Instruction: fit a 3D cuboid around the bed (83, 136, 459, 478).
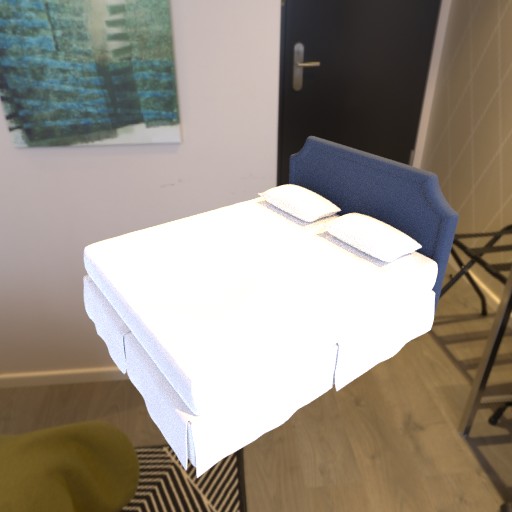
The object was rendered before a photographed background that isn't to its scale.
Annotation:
[{"bbox_3d":[0.000,0.000,4.113,2.773,1.488,2.350,-20,35,-31],"label":"bed"}]
